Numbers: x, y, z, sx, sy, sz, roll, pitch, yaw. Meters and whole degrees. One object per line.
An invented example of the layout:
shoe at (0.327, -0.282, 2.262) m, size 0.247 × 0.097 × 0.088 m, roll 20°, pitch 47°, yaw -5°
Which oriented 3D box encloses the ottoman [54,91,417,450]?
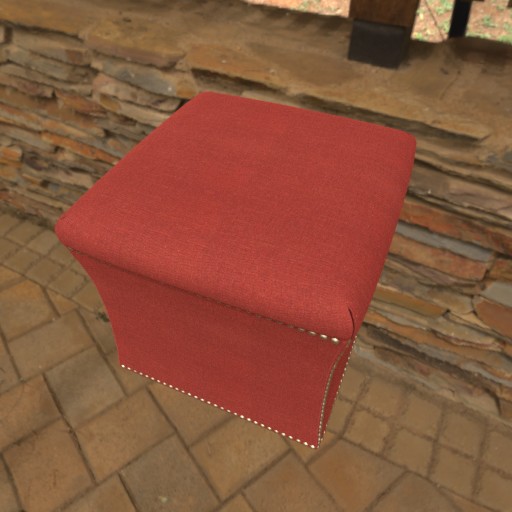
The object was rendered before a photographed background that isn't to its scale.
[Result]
ottoman at (0.000, 0.000, 0.911) m, size 0.497 × 0.475 × 0.507 m, roll 17°, pitch 48°, yaw 16°
